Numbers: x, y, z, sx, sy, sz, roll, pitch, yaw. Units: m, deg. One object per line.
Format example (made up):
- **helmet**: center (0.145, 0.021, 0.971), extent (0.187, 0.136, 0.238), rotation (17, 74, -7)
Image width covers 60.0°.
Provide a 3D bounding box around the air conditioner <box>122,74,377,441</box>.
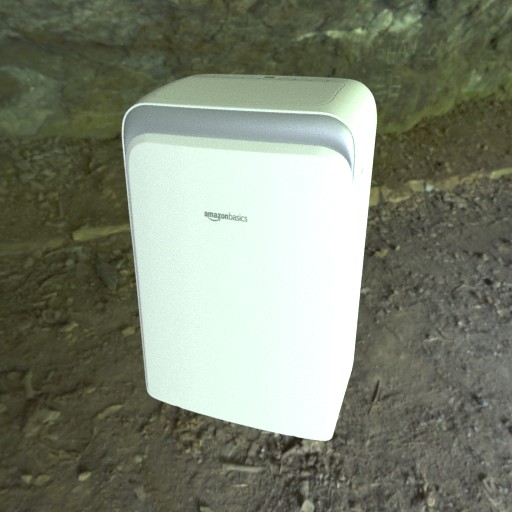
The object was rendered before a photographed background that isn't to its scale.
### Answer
- **air conditioner**: center (0.000, 0.000, 0.951), extent (0.454, 0.700, 0.365), rotation (8, 29, 16)
